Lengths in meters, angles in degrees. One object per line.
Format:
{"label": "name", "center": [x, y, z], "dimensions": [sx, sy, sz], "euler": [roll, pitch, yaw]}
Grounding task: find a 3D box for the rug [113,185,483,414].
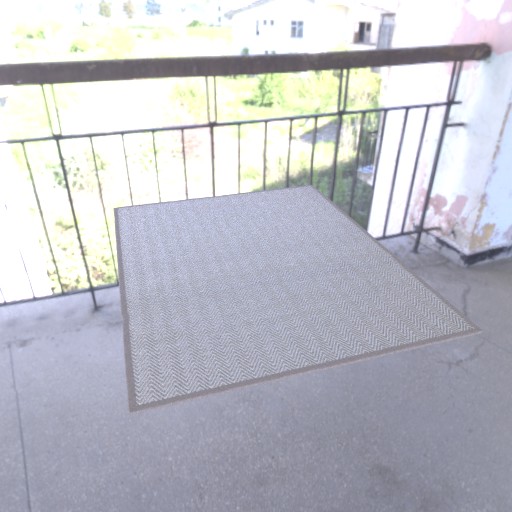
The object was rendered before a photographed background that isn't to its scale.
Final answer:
{"label": "rug", "center": [0.000, 0.000, 4.058], "dimensions": [2.434, 0.032, 3.007], "euler": [-9, 31, -15]}
